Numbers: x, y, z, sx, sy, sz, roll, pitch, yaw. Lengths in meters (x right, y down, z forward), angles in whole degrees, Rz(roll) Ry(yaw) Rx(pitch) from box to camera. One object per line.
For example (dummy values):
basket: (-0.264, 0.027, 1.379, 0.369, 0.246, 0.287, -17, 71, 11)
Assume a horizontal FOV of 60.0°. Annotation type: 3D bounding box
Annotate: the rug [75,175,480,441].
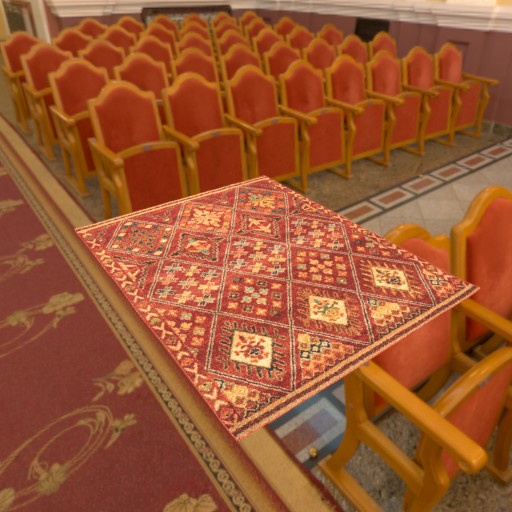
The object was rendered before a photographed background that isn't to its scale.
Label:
rug: (0.000, 0.000, 4.204, 2.489, 0.030, 3.086, -21, 39, -29)
